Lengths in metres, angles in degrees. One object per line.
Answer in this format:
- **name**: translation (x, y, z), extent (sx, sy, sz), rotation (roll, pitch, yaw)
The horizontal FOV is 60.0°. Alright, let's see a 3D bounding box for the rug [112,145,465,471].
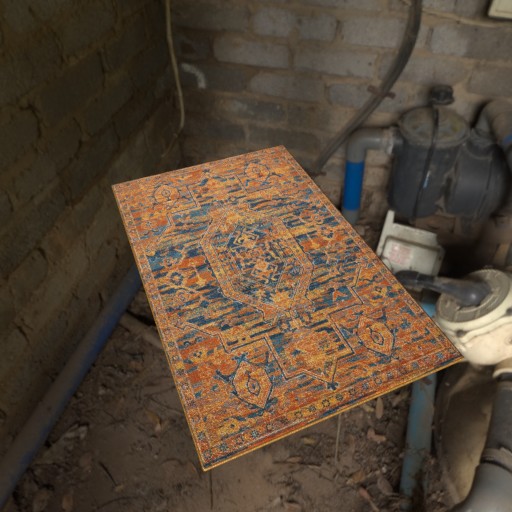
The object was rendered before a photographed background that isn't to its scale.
- **rug**: translation (0.000, 0.000, 1.100), extent (0.557, 0.008, 0.863), rotation (-17, 48, -16)
